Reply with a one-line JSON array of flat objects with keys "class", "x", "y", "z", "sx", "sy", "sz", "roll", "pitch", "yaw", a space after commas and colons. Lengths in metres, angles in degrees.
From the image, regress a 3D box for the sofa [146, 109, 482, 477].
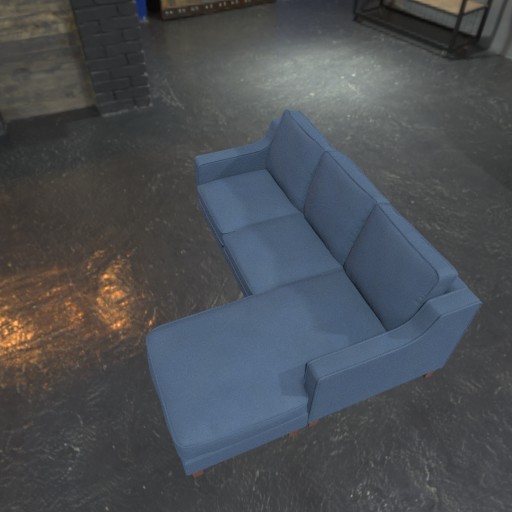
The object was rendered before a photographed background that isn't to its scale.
[{"class": "sofa", "x": 0.000, "y": 0.000, "z": 3.225, "sx": 1.858, "sy": 1.066, "sz": 2.317, "roll": -17, "pitch": 48, "yaw": -15}]
